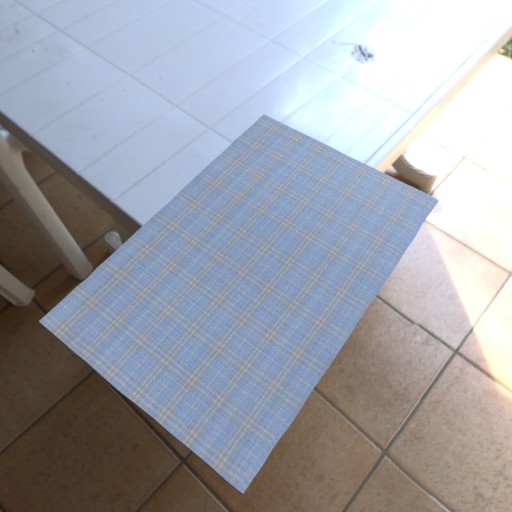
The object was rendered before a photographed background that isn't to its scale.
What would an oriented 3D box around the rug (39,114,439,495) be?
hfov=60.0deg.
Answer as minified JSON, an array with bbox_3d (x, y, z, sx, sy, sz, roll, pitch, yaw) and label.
[{"bbox_3d":[0.000,0.000,2.304,1.231,0.012,1.835,32,63,19],"label":"rug"}]
